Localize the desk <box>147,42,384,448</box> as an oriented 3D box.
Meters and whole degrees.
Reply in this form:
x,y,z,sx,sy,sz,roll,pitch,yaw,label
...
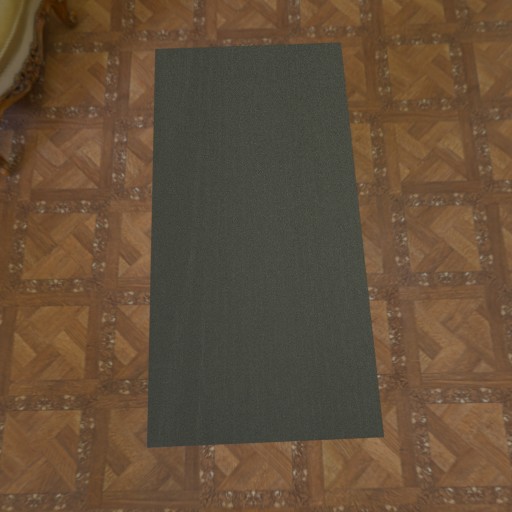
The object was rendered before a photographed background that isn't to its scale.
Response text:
x,y,z,sx,sy,sz,roll,pitch,yaw,label
0.000,0.000,1.378,0.499,0.660,0.991,-2,75,-1,desk
